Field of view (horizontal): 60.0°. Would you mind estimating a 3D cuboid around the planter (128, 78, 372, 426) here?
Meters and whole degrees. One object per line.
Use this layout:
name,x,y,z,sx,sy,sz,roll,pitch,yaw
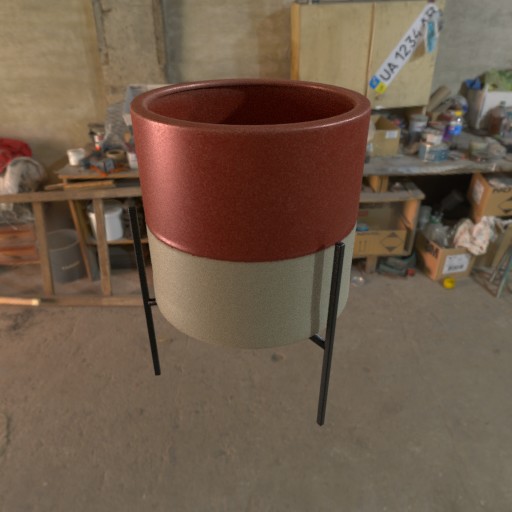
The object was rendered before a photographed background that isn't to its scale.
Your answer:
planter,0.000,0.000,0.520,0.235,0.354,0.251,-22,37,-32
